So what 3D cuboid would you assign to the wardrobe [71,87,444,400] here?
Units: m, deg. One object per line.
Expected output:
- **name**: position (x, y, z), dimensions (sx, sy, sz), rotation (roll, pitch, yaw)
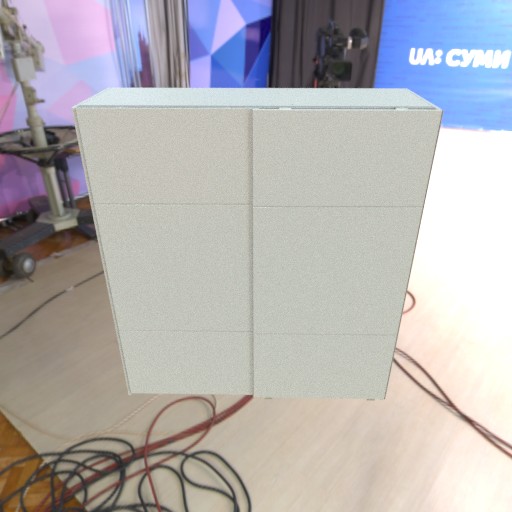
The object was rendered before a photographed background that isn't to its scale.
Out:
- **wardrobe**: position (0.000, 0.000, 2.852), dimensions (1.780, 1.960, 0.629), rotation (0, 30, 1)
